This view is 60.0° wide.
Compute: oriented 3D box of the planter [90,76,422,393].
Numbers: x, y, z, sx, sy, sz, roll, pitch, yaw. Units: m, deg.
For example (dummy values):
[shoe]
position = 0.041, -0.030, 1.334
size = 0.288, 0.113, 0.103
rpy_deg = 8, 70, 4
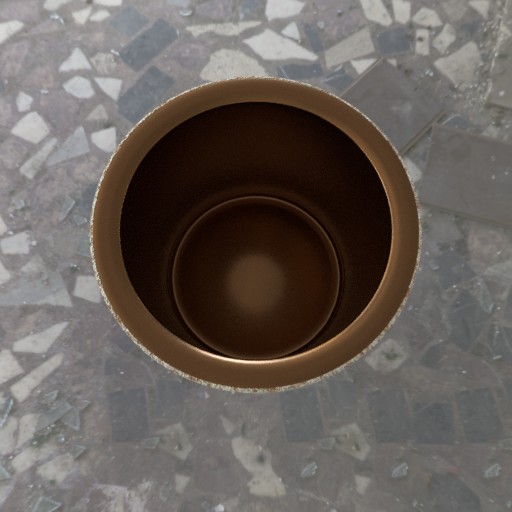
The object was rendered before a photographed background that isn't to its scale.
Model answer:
[planter]
position = 0.000, 0.000, 0.188
size = 0.109, 0.096, 0.109
rpy_deg = 0, 76, 0
